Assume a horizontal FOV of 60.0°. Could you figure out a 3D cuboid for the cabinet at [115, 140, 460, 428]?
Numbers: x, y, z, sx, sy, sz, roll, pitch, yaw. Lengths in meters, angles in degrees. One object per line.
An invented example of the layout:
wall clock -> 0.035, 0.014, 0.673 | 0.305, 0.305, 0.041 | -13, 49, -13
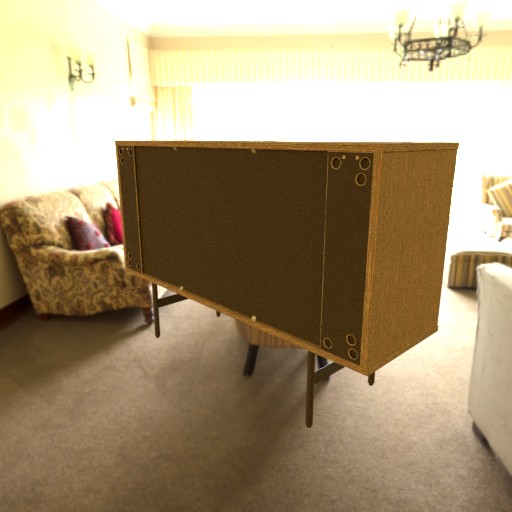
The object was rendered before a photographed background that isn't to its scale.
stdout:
cabinet -> 0.000, 0.000, 1.569 | 0.405, 0.787, 1.194 | -14, 20, -42
